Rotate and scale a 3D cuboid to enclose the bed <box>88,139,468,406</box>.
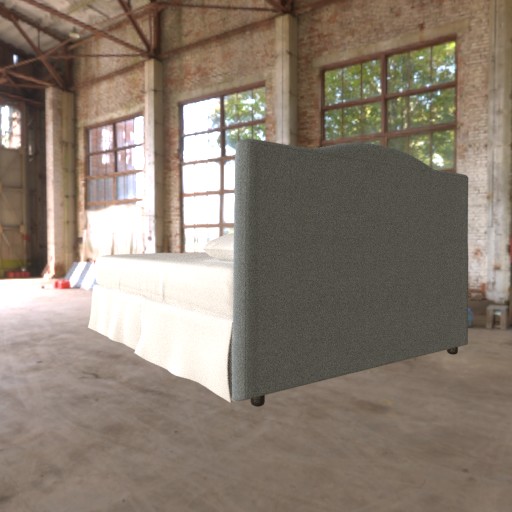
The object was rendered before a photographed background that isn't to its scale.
[{"bbox_3d":[0.000,0.000,3.857,2.161,1.457,2.689,-1,2,-36],"label":"bed"}]
